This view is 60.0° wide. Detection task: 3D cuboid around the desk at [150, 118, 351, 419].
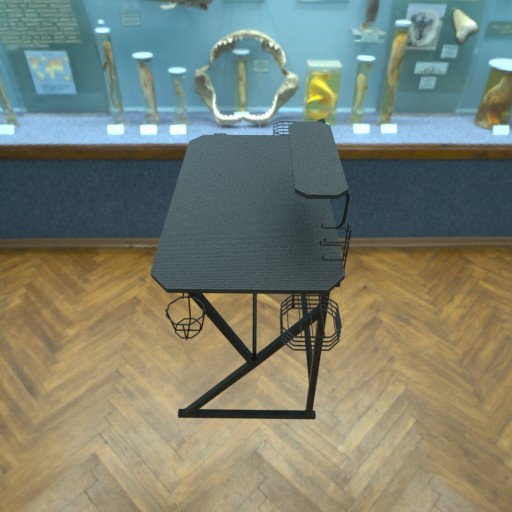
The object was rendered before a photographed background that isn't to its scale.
[{"bbox_3d":[0.000,0.000,1.739,0.580,0.880,1.290,0,39,1],"label":"desk"}]
